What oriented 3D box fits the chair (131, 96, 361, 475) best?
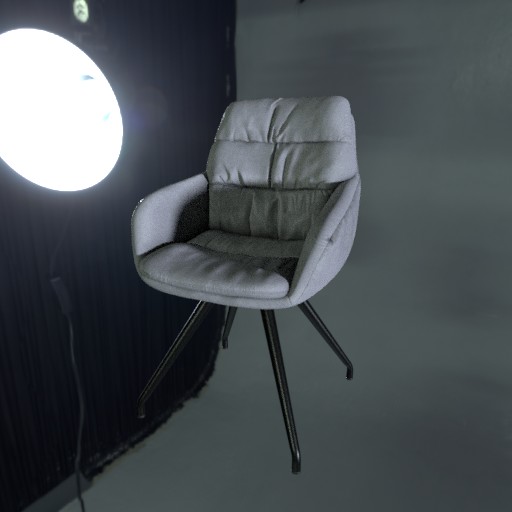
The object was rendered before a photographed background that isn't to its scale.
[{"bbox_3d":[0.000,0.000,1.269,0.579,0.888,0.569,8,17,26],"label":"chair"}]
